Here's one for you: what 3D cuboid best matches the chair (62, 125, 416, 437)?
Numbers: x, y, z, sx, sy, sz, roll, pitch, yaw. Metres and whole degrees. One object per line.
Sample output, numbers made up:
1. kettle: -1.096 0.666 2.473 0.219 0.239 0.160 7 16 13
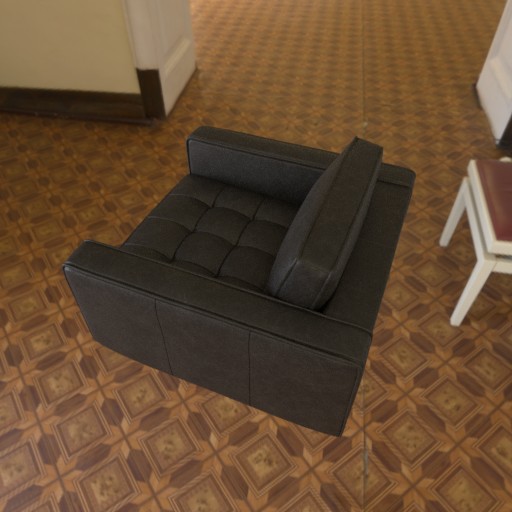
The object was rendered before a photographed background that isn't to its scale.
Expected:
1. chair: 0.000 0.000 1.583 0.914 0.763 0.889 16 48 16
